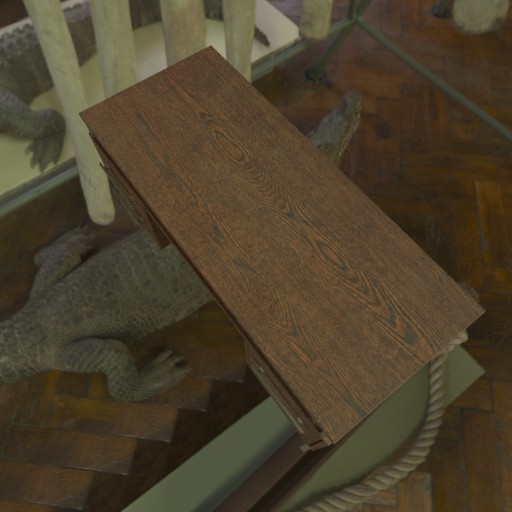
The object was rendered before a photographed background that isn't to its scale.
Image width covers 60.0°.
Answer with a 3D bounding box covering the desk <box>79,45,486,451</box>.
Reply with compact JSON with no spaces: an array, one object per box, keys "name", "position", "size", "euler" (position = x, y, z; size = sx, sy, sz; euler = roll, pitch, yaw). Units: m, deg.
[{"name":"desk","position":[0.000,0.000,1.791],"size":[0.610,0.792,1.384],"euler":[-35,69,-15]}]
